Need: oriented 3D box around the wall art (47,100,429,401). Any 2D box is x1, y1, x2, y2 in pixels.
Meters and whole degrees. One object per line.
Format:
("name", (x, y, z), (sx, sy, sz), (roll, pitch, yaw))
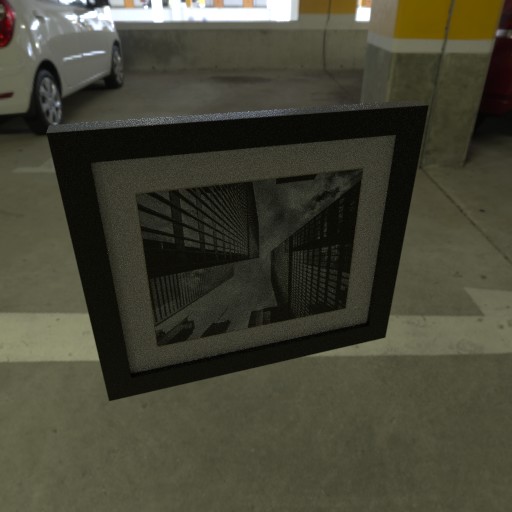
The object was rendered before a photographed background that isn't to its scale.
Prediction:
("wall art", (0.000, 0.000, 0.516), (0.381, 0.321, 0.028), (-9, 31, -15))
